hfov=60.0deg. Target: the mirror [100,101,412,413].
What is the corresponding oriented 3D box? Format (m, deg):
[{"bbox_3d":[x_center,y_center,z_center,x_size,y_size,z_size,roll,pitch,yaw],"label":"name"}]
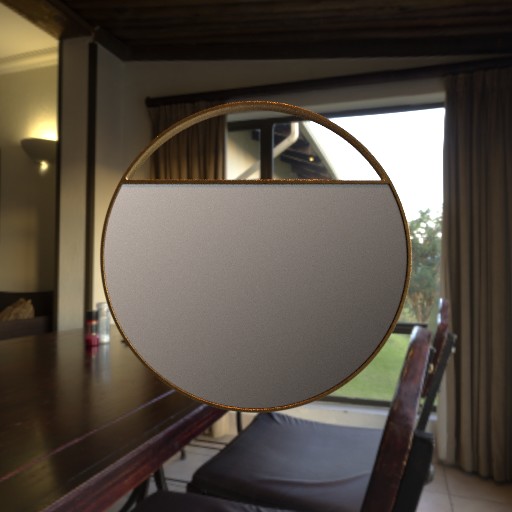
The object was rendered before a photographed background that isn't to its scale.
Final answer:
[{"bbox_3d":[0.000,0.000,0.819,0.565,0.565,0.032,0,-1,0],"label":"mirror"}]
